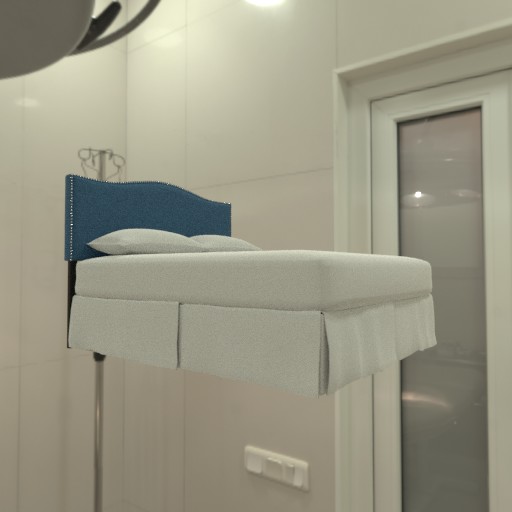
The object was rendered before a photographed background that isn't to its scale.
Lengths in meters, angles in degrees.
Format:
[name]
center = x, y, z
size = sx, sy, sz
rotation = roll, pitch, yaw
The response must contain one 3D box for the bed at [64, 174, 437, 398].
[bed]
center = 0.000, 0.000, 2.880
size = 1.872, 1.169, 1.610
rotation = -1, -2, 37
